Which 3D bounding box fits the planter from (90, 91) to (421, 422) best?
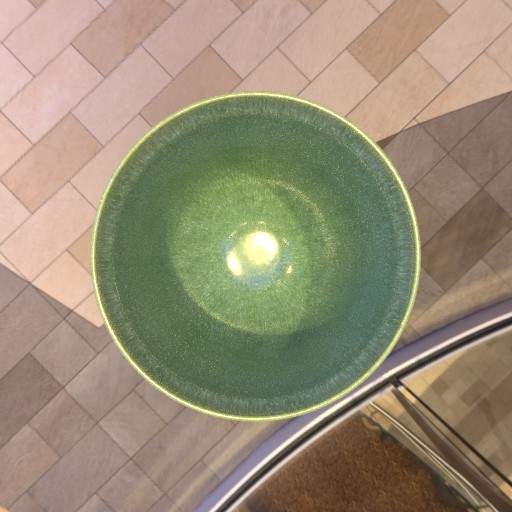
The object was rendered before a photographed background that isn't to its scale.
[{"bbox_3d":[0.000,0.000,0.489,0.266,0.270,0.266,0,90,0],"label":"planter"}]
